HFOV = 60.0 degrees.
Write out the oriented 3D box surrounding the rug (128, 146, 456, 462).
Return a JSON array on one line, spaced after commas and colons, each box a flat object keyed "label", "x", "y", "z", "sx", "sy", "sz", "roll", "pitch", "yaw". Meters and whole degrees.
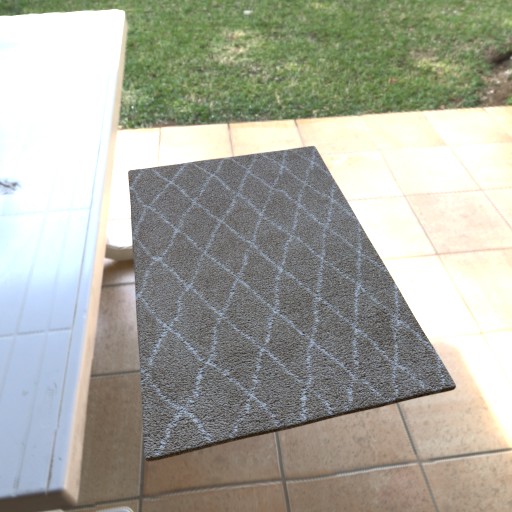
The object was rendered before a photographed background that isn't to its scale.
[{"label": "rug", "x": 0.000, "y": 0.000, "z": 2.253, "sx": 1.219, "sy": 0.030, "sz": 1.778, "roll": -10, "pitch": 47, "yaw": -9}]
